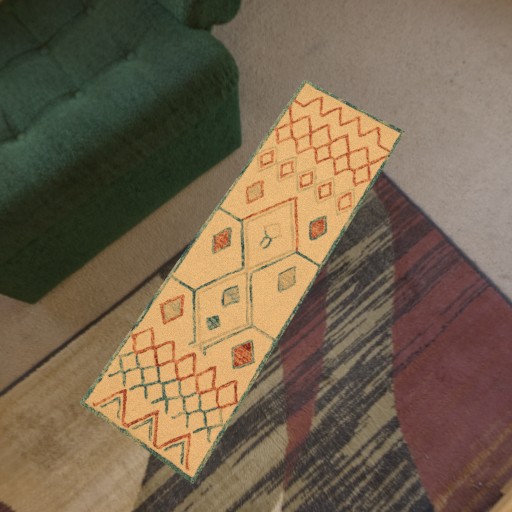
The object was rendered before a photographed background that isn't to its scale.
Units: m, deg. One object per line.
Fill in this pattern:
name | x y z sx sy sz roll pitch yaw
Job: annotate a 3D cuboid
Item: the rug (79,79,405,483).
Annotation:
rug | 0.000 0.000 2.637 0.750 0.011 2.435 31 77 8
